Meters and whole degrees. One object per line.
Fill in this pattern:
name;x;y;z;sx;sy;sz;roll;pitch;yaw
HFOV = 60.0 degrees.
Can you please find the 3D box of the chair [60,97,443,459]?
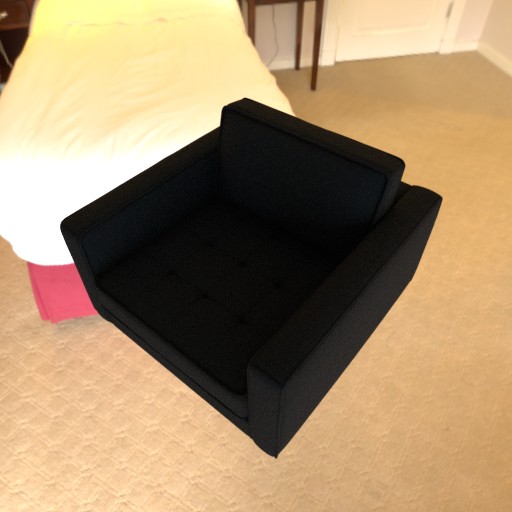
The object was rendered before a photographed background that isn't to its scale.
chair;0.000;0.000;1.562;0.899;0.770;0.920;31;53;26
